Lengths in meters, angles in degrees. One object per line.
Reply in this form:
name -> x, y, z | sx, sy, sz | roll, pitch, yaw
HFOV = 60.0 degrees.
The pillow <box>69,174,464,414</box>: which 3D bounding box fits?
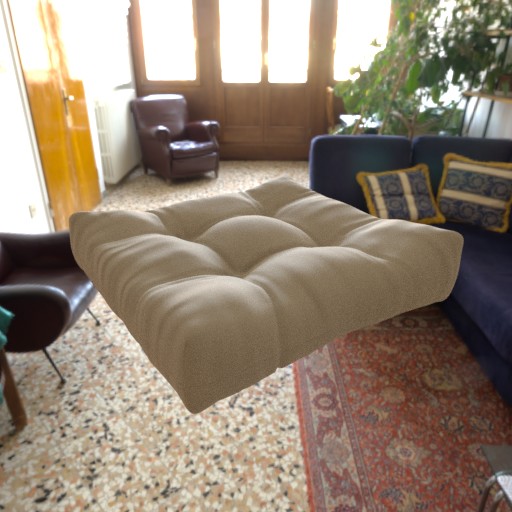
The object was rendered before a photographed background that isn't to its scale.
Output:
pillow -> 0.000, 0.000, 0.737 | 0.490, 0.128, 0.468 | -16, 30, -31
